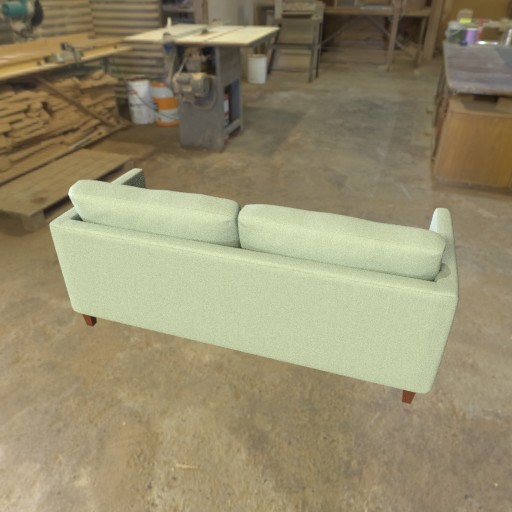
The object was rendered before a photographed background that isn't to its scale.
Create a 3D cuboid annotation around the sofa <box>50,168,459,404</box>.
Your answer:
[{"bbox_3d":[0.000,0.000,2.740,2.208,0.965,0.951,10,34,15],"label":"sofa"}]
